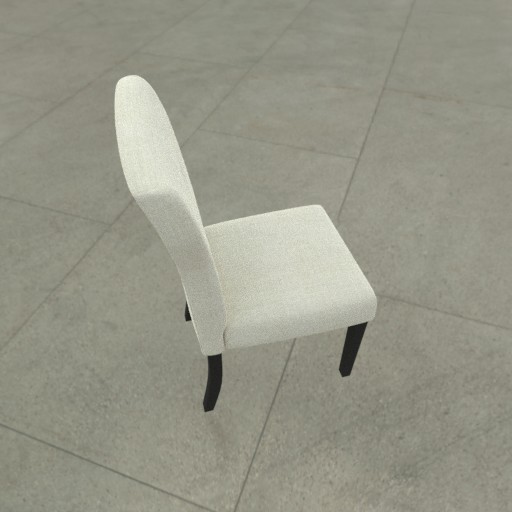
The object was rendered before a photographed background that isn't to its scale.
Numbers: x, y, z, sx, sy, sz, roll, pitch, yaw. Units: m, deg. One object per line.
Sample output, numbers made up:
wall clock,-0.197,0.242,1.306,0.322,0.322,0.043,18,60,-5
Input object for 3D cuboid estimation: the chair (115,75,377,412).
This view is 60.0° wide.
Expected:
chair,0.000,0.000,1.284,0.597,0.921,0.509,-11,46,-11
